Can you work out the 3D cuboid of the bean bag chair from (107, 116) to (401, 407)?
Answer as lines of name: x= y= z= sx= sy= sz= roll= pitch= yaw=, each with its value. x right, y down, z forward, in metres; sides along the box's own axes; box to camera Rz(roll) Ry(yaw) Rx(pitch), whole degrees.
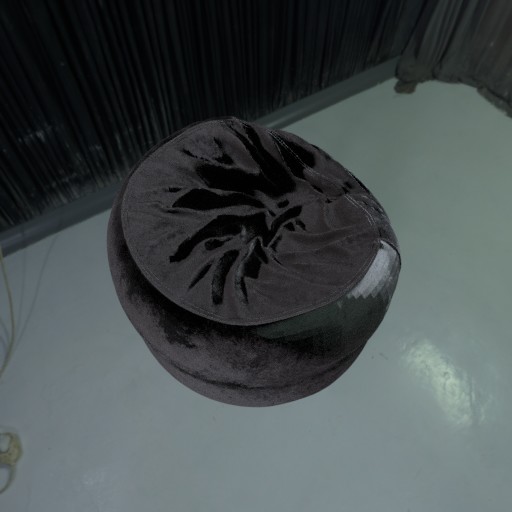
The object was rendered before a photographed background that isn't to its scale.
bean bag chair: x=0.000 y=0.000 z=1.498 sx=0.918 sy=0.605 sz=0.918 roll=0 pitch=58 yaw=0
